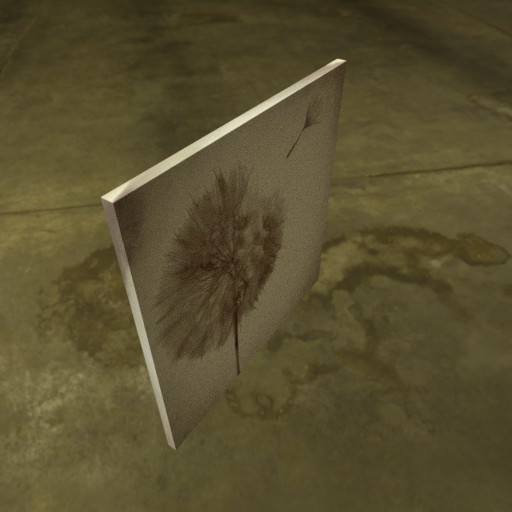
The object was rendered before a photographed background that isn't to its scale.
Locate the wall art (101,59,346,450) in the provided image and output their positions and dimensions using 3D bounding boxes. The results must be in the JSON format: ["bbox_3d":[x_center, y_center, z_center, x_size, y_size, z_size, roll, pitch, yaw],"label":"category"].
[{"bbox_3d":[0.000,0.000,1.128,0.027,0.762,0.762,24,47,25],"label":"wall art"}]
